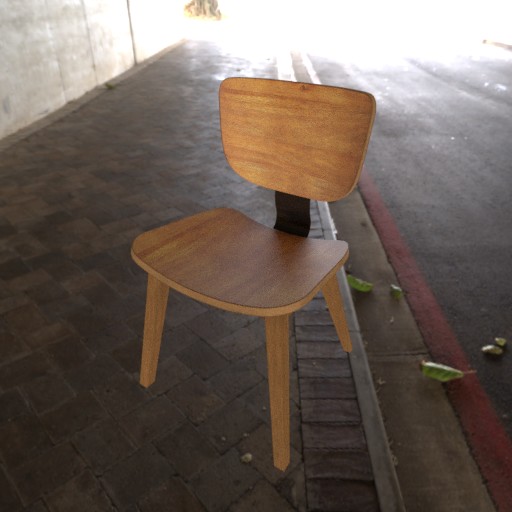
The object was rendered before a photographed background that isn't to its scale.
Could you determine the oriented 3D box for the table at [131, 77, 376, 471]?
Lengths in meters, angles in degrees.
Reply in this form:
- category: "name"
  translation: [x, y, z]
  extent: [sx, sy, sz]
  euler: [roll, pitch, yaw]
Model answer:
- category: "table"
  translation: [0.000, 0.000, 1.158]
  extent: [0.499, 0.805, 0.500]
  euler: [19, 36, 29]
